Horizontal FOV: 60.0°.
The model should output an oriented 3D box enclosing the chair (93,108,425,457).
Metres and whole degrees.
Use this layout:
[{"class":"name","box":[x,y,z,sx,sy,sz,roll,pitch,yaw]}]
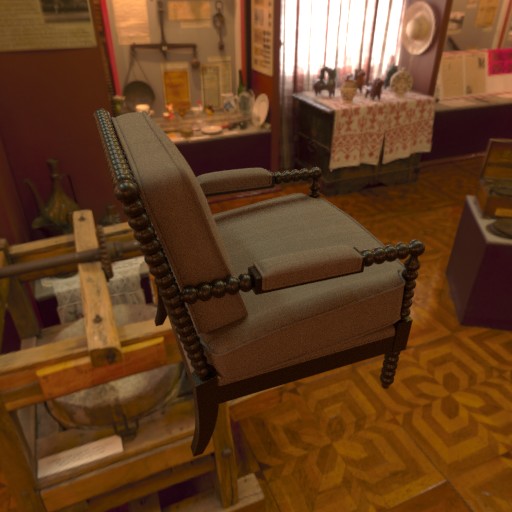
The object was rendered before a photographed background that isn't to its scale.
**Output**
[{"class":"chair","box":[0.000,0.000,1.090,0.622,0.661,0.540,-11,34,-18]}]
